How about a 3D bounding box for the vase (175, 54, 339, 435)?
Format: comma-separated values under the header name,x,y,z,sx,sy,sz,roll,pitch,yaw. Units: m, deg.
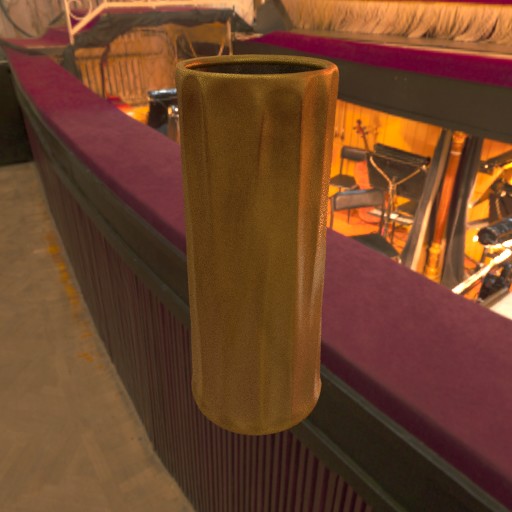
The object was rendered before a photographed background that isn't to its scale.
name,x,y,z,sx,sy,sz,roll,pitch,yaw
vase,0.000,0.000,0.178,0.061,0.143,0.061,0,30,0
